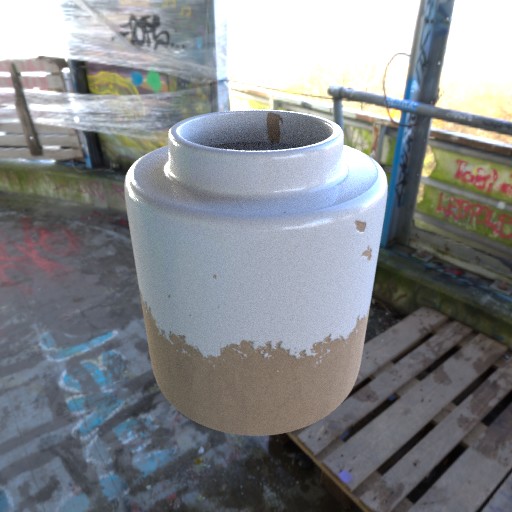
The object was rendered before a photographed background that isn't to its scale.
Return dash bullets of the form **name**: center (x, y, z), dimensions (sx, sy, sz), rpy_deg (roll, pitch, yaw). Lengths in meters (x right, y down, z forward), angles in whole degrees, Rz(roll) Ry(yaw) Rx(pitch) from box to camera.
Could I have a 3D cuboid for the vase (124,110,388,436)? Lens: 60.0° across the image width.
- **vase**: center (0.000, 0.000, 0.291), dimensions (0.153, 0.167, 0.153), rpy_deg (0, 30, 0)
